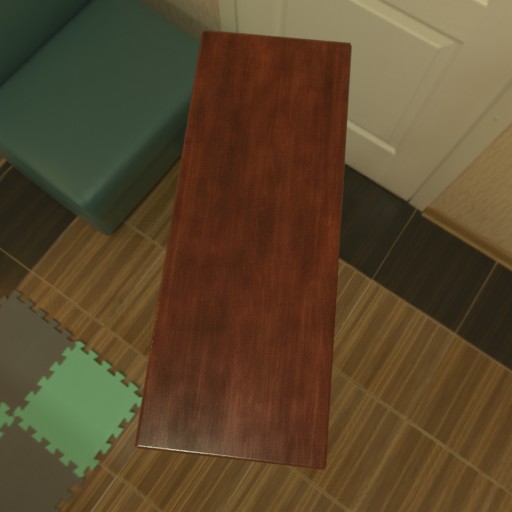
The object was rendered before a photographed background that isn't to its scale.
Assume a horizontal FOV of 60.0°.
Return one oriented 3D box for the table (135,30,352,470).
[{"bbox_3d":[0.000,0.000,1.534,0.459,0.740,1.184,6,75,2],"label":"table"}]
